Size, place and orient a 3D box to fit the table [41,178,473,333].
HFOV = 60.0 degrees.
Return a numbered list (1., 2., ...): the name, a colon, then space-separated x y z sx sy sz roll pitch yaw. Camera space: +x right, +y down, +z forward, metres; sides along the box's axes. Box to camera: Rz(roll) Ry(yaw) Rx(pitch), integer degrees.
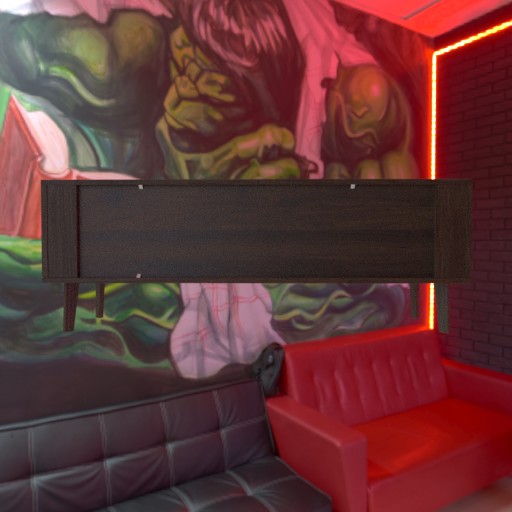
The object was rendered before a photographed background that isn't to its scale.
1. table: 0.000 0.000 1.641 1.397 0.508 0.405 0 2 1
